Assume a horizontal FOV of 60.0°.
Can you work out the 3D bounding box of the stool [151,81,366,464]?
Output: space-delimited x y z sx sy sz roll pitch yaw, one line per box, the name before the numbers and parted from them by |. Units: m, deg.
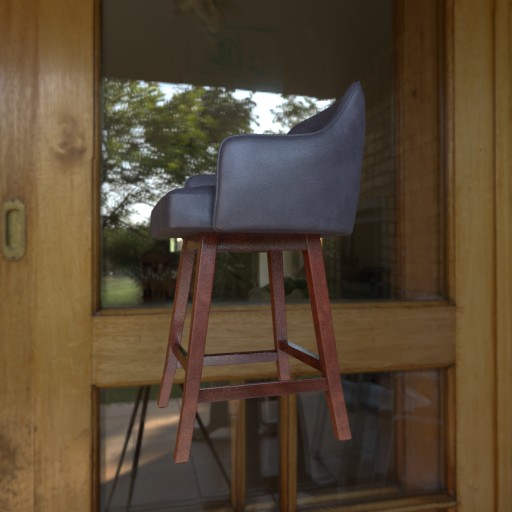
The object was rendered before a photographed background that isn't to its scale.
stool | 0.000 0.000 1.268 0.560 0.936 0.550 0 -1 -18
